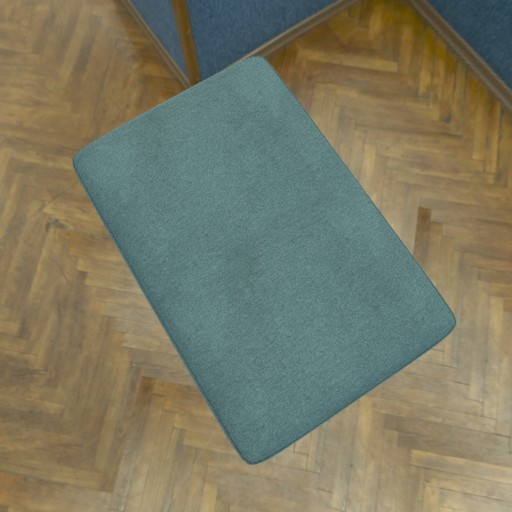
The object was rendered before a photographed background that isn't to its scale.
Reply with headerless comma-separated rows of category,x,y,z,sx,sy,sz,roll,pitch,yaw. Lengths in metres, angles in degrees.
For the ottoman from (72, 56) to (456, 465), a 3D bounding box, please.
ottoman,0.000,0.000,1.206,0.584,0.483,0.864,-32,78,-7
